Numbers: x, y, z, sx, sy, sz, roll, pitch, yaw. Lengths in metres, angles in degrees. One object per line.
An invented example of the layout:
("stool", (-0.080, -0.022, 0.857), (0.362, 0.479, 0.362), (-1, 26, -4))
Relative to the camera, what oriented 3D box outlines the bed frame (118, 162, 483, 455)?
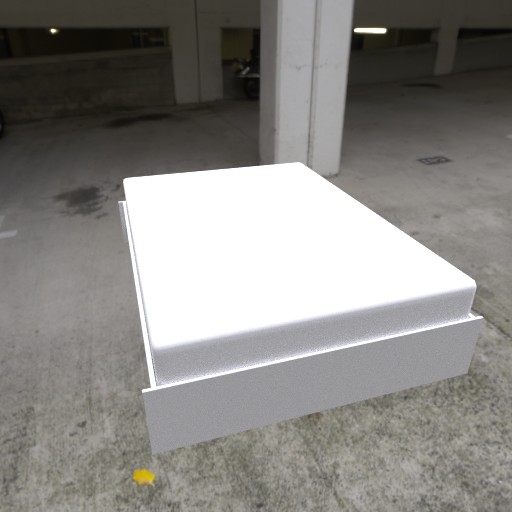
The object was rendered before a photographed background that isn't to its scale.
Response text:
("bed frame", (0.000, 0.000, 2.576), (1.445, 0.497, 1.945), (-8, 29, -16))
